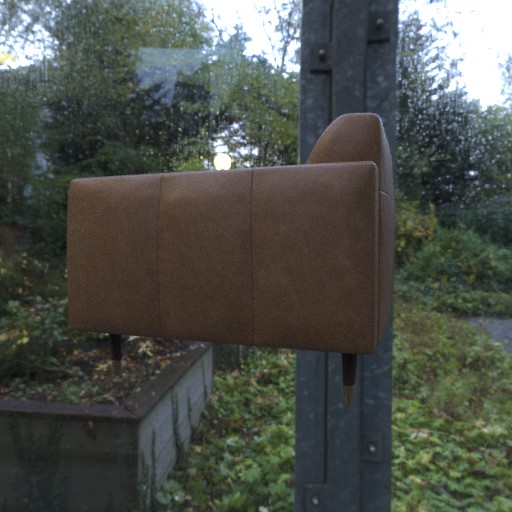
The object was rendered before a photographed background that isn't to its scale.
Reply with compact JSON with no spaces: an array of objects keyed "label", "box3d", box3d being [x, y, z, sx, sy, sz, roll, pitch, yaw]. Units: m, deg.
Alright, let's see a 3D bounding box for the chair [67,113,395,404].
[{"label":"chair","box3d":[0.000,0.000,1.681,0.998,0.819,0.953,1,2,20]}]
